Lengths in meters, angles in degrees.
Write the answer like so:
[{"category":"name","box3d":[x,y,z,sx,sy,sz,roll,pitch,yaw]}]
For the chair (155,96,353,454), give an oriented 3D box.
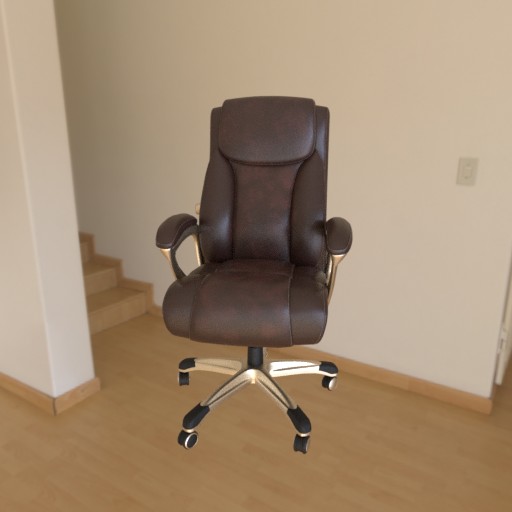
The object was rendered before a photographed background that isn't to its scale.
[{"category":"chair","box3d":[0.000,0.000,1.675,0.692,1.194,0.749,2,15,8]}]
